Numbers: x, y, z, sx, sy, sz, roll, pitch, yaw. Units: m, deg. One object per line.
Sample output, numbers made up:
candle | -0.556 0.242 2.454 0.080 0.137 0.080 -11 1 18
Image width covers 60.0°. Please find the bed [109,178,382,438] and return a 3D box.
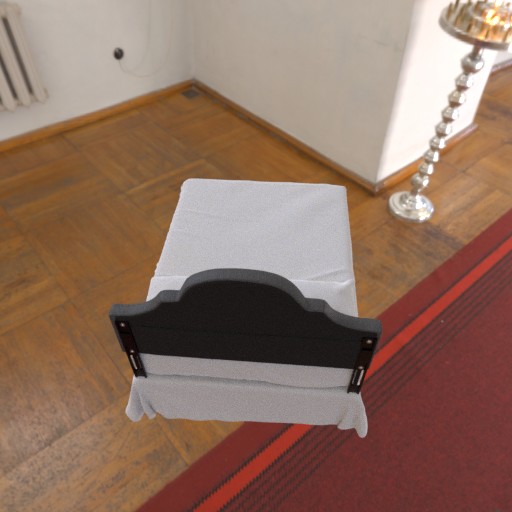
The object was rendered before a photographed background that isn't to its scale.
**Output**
bed | 0.000 0.000 3.515 1.780 1.634 2.222 3 45 3
